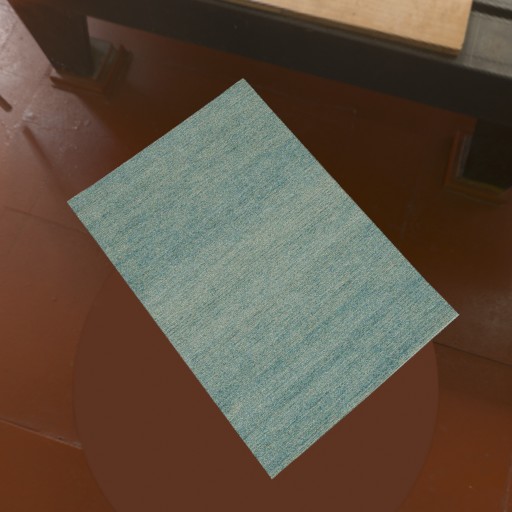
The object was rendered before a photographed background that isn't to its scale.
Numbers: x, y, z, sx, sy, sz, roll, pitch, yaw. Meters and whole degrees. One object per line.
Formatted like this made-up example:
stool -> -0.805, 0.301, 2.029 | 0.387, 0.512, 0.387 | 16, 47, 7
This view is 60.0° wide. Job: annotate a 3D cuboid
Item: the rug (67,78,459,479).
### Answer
rug -> 0.000, 0.000, 3.017 | 1.593, 0.029, 2.305 | -38, 79, -9
